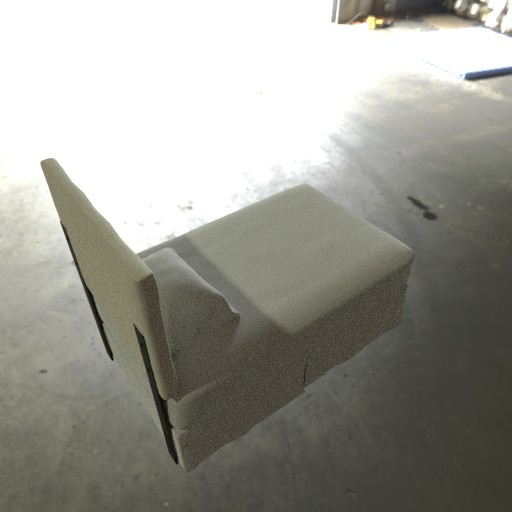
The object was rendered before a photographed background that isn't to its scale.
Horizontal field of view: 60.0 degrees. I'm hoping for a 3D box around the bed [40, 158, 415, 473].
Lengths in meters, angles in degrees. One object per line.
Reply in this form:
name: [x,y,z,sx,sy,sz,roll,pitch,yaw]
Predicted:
bed: [0.000,0.000,2.910,1.997,1.571,1.261,-27,47,-27]
